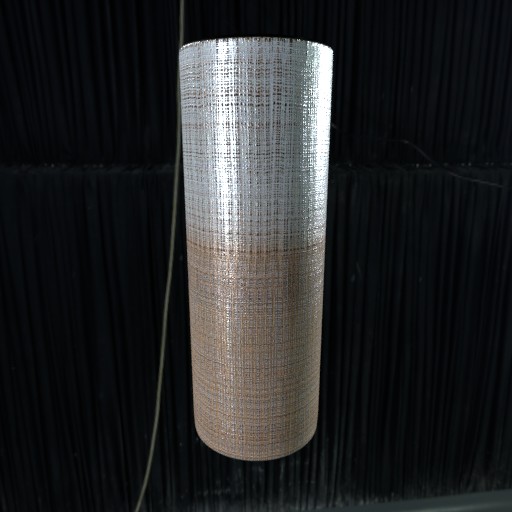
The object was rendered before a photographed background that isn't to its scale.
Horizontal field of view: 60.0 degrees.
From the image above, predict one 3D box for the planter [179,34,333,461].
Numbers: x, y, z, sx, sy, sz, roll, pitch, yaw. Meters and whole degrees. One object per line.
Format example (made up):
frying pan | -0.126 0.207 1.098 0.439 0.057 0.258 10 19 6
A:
planter | 0.000 0.000 0.324 0.099 0.278 0.099 -3 15 -10
